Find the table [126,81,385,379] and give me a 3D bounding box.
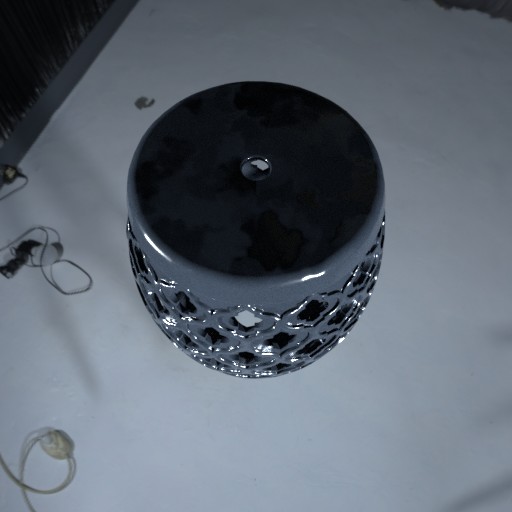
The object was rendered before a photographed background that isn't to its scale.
[{"bbox_3d":[0.000,0.000,0.619,0.325,0.388,0.325,0,63,0],"label":"table"}]
